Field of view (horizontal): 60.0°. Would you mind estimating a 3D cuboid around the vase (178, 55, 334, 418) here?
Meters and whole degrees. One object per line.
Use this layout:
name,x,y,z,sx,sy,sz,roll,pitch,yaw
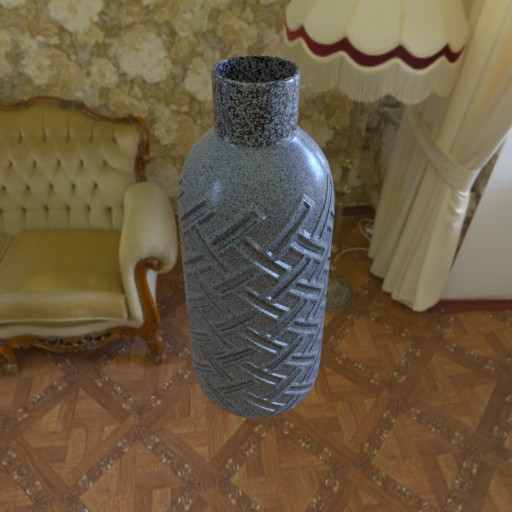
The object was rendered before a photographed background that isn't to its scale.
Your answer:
vase,0.000,0.000,0.344,0.122,0.282,0.122,0,41,0
